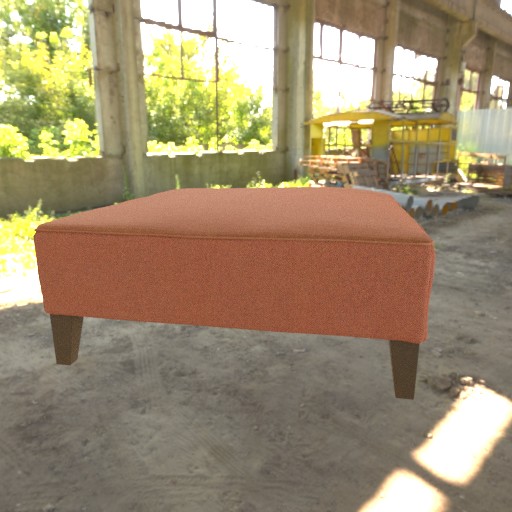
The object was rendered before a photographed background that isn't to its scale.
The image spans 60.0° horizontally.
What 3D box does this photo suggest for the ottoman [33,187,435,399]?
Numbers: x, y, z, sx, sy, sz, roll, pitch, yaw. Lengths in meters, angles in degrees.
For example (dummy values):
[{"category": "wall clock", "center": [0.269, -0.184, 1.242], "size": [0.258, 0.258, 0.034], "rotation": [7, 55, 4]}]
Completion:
[{"category": "ottoman", "center": [0.000, 0.000, 1.539], "size": [0.997, 0.438, 0.999], "rotation": [3, 14, 10]}]
